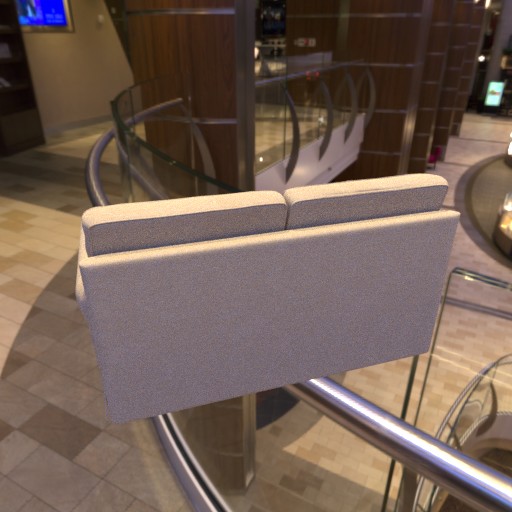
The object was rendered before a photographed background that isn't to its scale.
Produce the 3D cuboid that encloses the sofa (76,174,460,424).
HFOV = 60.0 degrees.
[{"bbox_3d":[0.000,0.000,2.339,1.727,0.940,0.991,-8,28,-16],"label":"sofa"}]
